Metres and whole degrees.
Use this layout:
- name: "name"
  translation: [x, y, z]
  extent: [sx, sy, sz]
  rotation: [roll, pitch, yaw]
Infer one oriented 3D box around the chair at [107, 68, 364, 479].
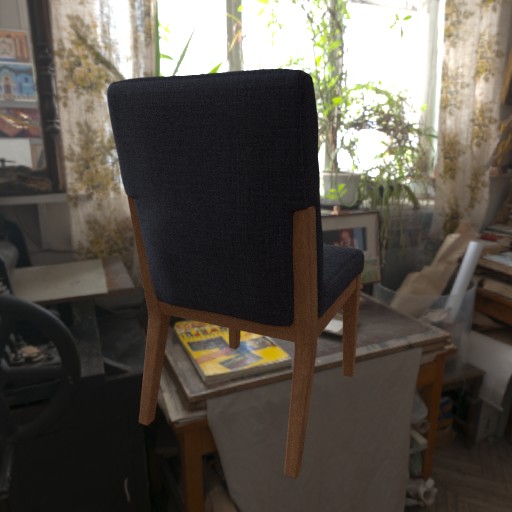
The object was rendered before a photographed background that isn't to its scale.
- name: "chair"
  translation: [0.000, 0.000, 1.261]
  extent: [0.507, 0.911, 0.586]
  rotation: [8, 17, 26]
